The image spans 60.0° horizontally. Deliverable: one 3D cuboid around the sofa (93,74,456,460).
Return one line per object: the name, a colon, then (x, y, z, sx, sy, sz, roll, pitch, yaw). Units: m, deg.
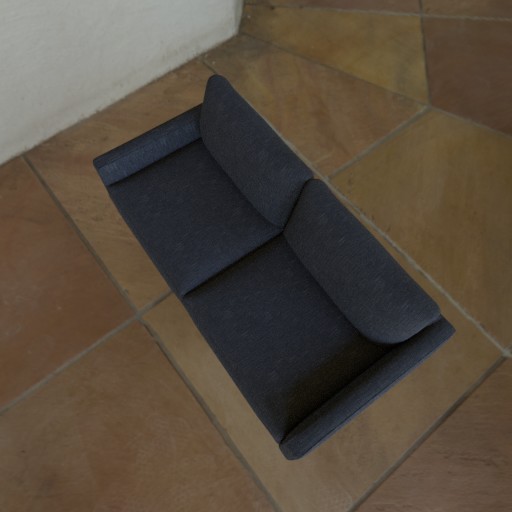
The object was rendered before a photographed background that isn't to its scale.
sofa: (0.000, 0.000, 2.200, 0.866, 0.862, 1.716, -33, 69, -15)
